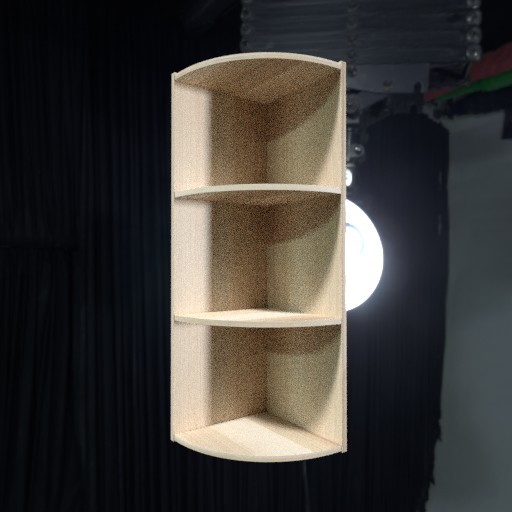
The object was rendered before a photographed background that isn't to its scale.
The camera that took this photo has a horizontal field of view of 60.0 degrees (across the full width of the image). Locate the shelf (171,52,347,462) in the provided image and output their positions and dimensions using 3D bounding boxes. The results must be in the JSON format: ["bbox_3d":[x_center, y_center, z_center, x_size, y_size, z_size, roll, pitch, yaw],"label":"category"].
[{"bbox_3d":[0.000,0.000,1.026,0.290,0.872,0.290,0,-1,-36],"label":"shelf"}]
